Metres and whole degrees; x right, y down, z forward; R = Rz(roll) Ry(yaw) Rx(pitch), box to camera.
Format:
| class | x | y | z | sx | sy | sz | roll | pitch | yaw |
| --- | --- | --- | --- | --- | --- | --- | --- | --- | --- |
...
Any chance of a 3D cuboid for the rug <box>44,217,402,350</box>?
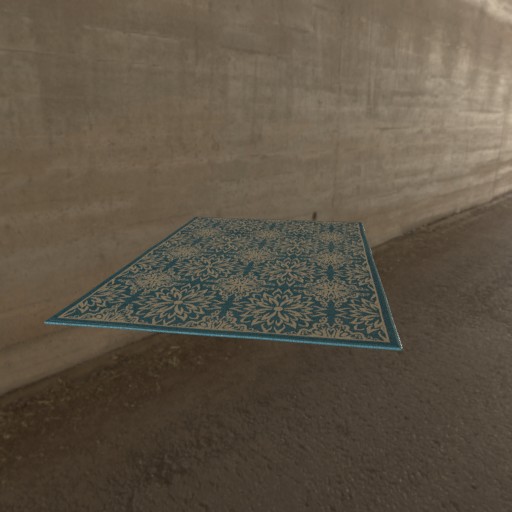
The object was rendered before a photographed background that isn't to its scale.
| class | x | y | z | sx | sy | sz | roll | pitch | yaw |
| --- | --- | --- | --- | --- | --- | --- | --- | --- | --- |
| rug | 0.000 | 0.000 | 2.326 | 1.211 | 0.012 | 1.833 | 3 | 17 | 9 |
